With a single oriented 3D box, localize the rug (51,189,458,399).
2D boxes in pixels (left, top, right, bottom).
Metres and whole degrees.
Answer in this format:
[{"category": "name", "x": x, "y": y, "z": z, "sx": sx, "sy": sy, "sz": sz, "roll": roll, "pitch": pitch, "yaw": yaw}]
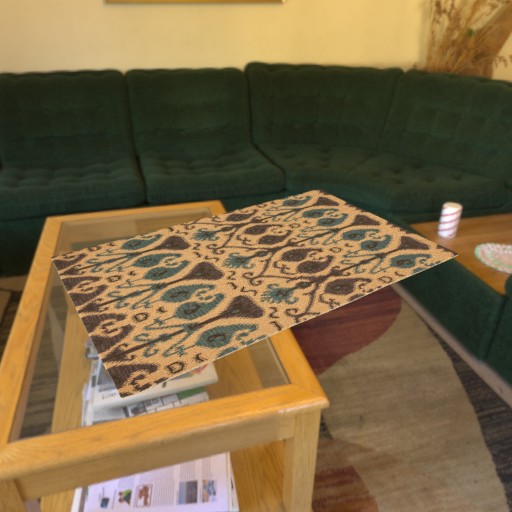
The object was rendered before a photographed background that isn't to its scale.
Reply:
[{"category": "rug", "x": 0.000, "y": 0.000, "z": 2.171, "sx": 1.698, "sy": 0.013, "sz": 1.072, "roll": -18, "pitch": 34, "yaw": -28}]
